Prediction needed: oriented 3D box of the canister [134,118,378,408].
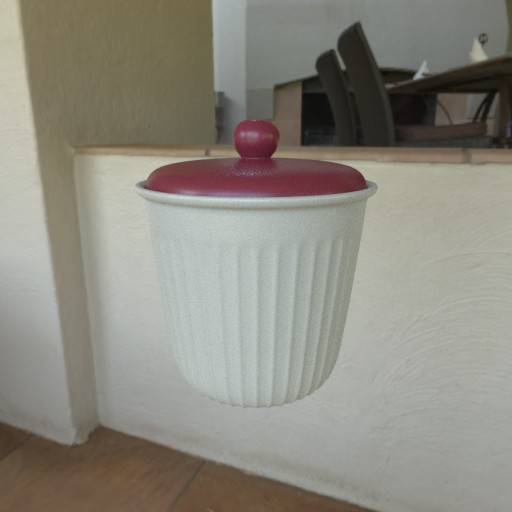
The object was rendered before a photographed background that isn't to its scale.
[{"bbox_3d":[0.000,0.000,0.356,0.181,0.211,0.181,0,15,0],"label":"canister"}]
